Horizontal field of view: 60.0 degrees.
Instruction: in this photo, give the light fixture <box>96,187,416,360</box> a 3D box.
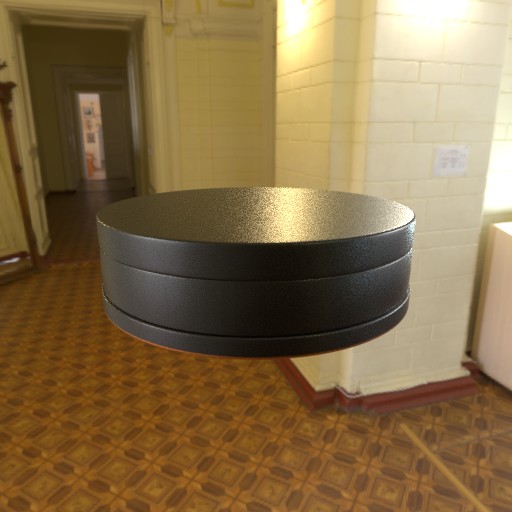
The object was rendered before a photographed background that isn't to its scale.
[{"bbox_3d":[0.000,0.000,0.424,0.283,0.097,0.283,0,16,0],"label":"light fixture"}]
